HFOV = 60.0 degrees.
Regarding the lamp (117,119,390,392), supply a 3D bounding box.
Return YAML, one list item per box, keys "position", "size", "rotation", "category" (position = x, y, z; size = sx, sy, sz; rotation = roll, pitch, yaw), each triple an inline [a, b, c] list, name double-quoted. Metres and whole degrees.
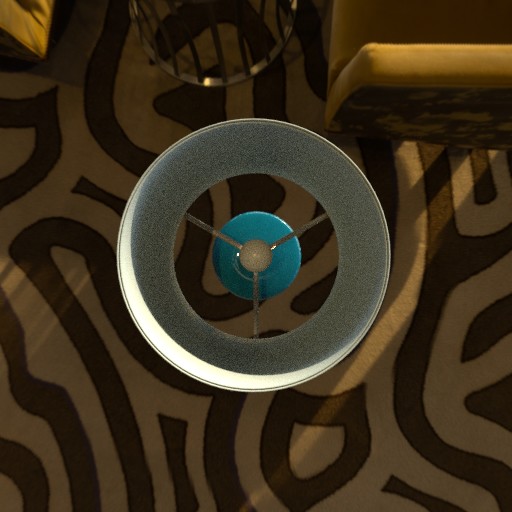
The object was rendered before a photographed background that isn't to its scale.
- position: [0.000, 0.000, 0.500]
  size: [0.193, 0.377, 0.193]
  rotation: [0, 90, 1]
  category: "lamp"
